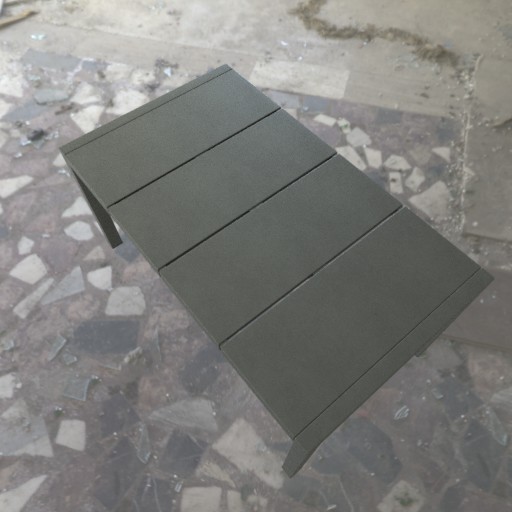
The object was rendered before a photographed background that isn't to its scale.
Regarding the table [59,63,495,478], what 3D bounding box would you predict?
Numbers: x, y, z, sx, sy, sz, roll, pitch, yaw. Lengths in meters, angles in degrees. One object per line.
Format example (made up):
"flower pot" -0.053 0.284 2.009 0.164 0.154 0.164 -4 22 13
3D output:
"table" 0.000 0.000 1.262 0.559 0.460 0.965 -35 65 -19
